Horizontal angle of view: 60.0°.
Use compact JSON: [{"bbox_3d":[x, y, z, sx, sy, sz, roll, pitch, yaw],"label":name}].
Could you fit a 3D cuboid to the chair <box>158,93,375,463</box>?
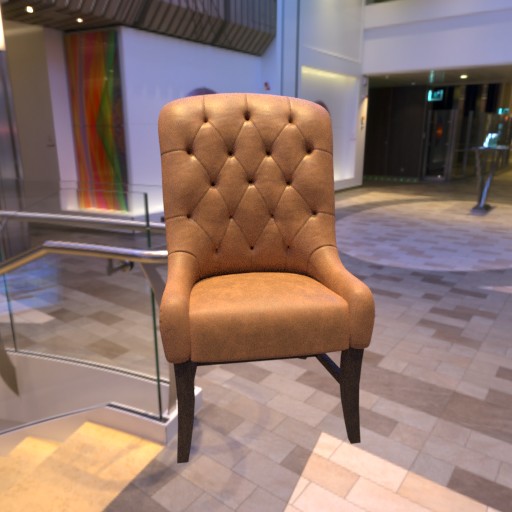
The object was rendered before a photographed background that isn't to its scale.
[{"bbox_3d":[0.000,0.000,1.515,0.634,1.091,0.629,-2,16,-9],"label":"chair"}]
